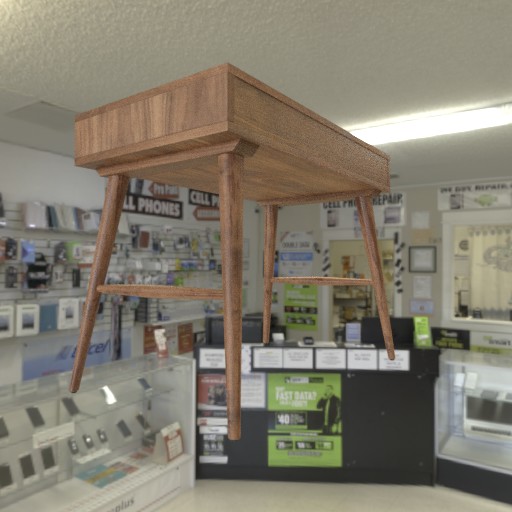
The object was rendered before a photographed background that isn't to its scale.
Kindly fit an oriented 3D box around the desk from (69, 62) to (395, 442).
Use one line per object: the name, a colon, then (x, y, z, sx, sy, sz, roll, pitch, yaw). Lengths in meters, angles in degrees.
desk: (0.000, 0.000, 1.429, 0.588, 0.758, 0.949, -1, -1, 36)
